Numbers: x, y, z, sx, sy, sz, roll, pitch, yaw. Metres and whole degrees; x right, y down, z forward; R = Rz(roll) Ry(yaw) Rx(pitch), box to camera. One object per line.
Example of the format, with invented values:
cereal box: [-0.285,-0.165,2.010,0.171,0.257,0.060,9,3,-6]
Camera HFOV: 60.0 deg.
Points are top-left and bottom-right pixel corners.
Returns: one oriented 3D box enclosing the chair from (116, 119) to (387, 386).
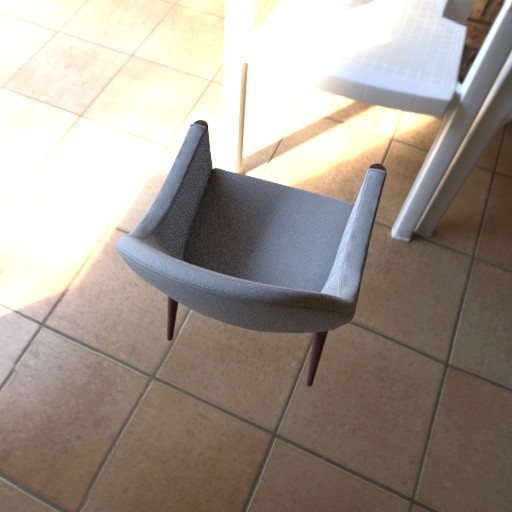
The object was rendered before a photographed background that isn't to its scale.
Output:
chair: [0.000,0.000,1.313,0.610,0.889,0.620,16,64,8]
